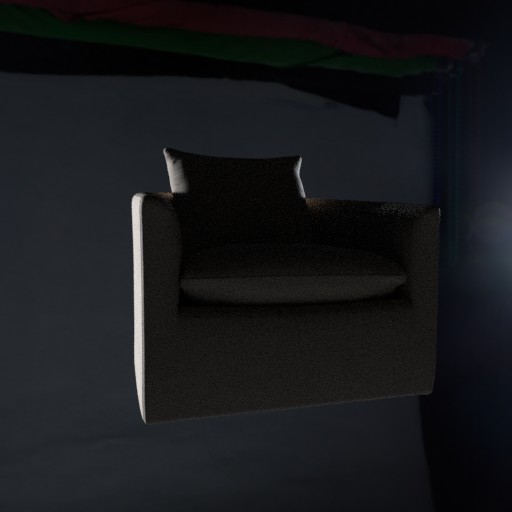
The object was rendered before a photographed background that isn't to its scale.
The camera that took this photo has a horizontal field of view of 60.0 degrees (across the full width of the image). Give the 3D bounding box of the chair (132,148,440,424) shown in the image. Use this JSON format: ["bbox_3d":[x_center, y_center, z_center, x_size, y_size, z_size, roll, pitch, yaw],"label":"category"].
[{"bbox_3d":[0.000,0.000,1.568,0.845,0.848,0.910,0,1,-17],"label":"chair"}]
